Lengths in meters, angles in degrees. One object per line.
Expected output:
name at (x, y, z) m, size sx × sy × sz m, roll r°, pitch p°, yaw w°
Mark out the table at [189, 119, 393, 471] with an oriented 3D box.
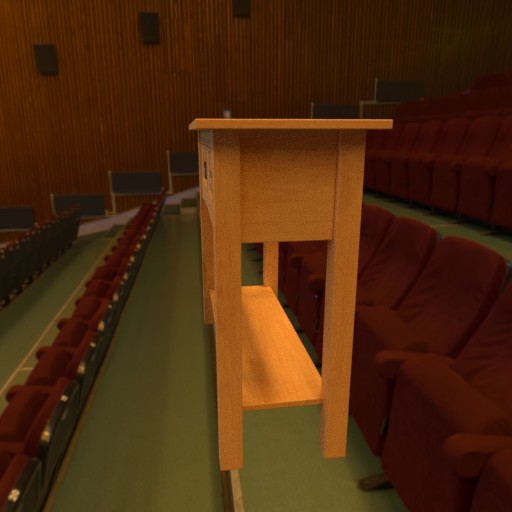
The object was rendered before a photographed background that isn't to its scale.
table at (0.000, 0.000, 1.267) m, size 0.340 × 0.728 × 0.900 m, roll -2°, pitch 16°, yaw -9°
